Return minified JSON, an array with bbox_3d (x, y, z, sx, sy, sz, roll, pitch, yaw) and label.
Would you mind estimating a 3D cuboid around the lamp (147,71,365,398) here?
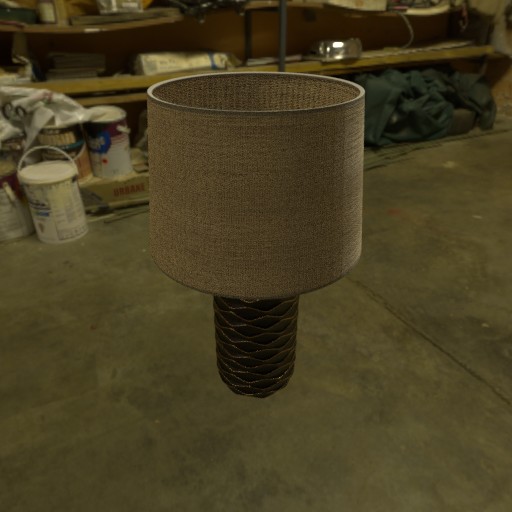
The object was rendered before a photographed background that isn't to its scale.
[{"bbox_3d":[0.000,0.000,0.824,0.376,0.594,0.376,0,30,0],"label":"lamp"}]
